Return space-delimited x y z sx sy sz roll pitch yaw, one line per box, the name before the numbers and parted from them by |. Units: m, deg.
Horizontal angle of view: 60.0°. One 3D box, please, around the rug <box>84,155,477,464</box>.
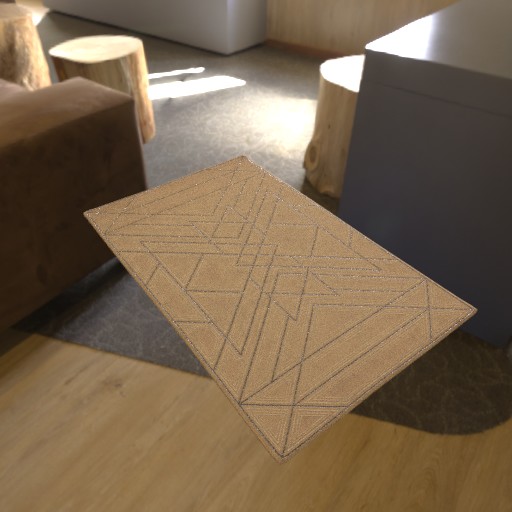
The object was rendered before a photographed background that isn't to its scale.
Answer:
rug | 0.000 0.000 3.108 1.575 0.023 2.459 -26 48 -27
